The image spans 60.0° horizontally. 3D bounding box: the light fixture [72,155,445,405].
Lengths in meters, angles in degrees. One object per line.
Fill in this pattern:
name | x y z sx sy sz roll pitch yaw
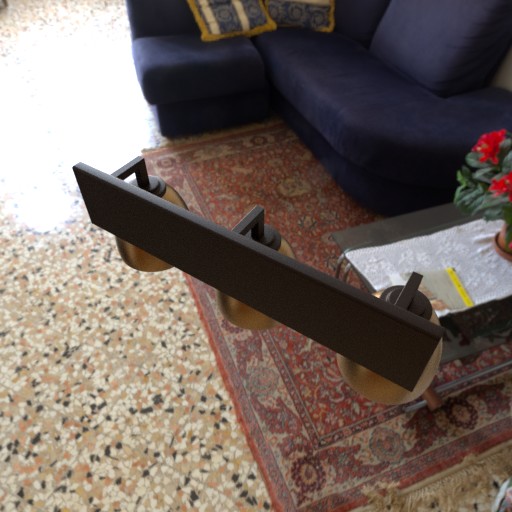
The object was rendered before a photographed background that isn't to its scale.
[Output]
light fixture | 0.000 0.000 0.662 0.582 0.204 0.157 25 51 22
